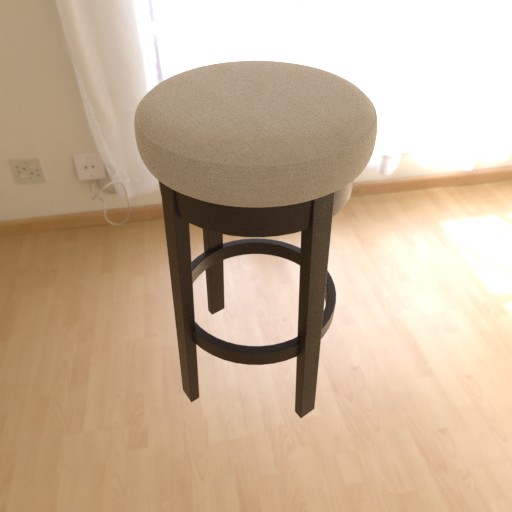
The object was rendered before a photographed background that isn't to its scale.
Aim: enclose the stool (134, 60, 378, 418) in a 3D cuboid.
[{"bbox_3d":[0.000,0.000,1.012,0.446,0.758,0.446,0,41,0],"label":"stool"}]
